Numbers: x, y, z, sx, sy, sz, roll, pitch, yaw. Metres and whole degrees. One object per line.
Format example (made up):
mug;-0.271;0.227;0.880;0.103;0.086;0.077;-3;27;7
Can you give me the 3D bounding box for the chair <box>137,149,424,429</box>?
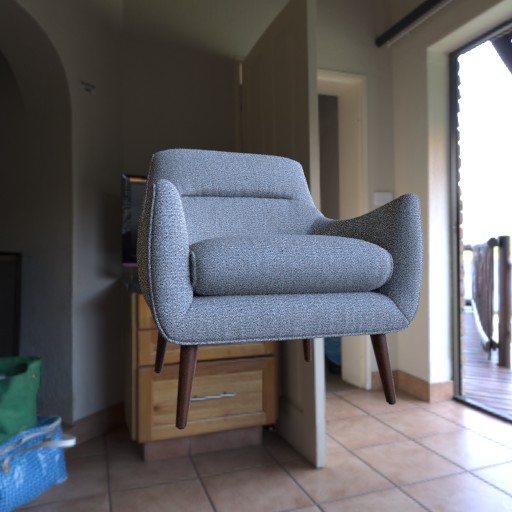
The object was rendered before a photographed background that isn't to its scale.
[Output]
chair;0.000;0.000;1.471;0.762;0.838;0.787;0;-1;-18
